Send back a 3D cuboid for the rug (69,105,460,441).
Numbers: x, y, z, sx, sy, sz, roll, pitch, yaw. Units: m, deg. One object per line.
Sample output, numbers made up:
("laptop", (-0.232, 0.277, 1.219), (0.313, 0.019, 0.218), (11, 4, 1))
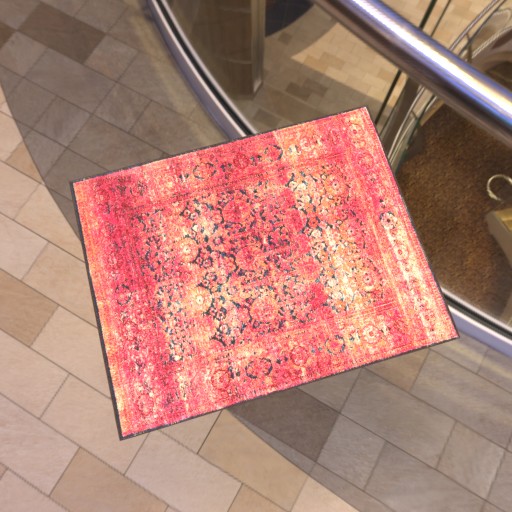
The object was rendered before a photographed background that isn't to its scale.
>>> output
("rug", (0.000, 0.000, 4.050), (3.032, 0.020, 2.411), (-16, 75, -4))
